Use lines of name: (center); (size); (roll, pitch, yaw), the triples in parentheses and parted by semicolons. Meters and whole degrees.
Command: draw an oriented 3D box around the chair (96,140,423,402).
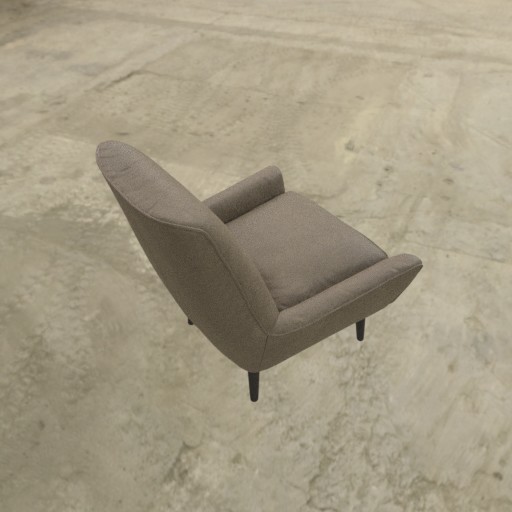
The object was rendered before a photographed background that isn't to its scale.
chair: (0.000, 0.000, 1.518); (0.824, 0.888, 0.787); (-26, 48, -27)
